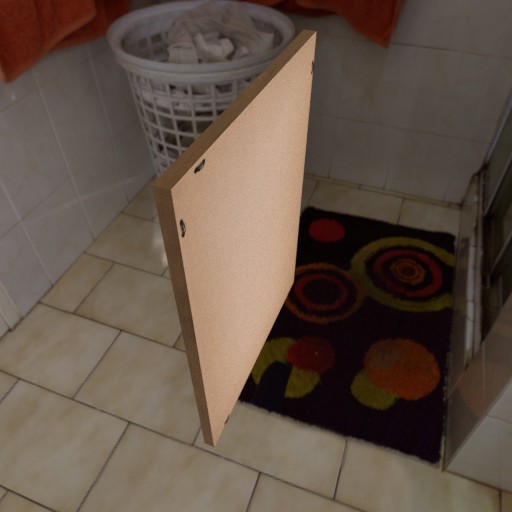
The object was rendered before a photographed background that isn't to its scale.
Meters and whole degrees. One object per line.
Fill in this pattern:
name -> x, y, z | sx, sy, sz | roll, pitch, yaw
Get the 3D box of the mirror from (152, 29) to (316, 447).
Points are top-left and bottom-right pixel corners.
mirror -> 0.000, 0.000, 1.307 | 0.040, 1.016, 0.762 | 17, 48, 16
